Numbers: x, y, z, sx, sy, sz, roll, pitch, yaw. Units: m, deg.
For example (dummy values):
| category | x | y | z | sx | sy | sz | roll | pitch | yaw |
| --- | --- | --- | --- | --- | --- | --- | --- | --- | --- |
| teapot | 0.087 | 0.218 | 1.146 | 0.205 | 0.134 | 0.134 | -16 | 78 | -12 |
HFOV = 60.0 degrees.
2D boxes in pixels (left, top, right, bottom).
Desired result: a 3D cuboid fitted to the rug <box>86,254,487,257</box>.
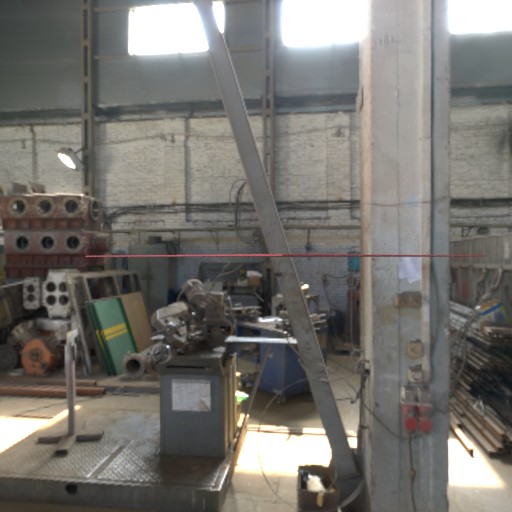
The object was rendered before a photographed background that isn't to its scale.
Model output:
| category | x | y | z | sx | sy | sz | roll | pitch | yaw |
| --- | --- | --- | --- | --- | --- | --- | --- | --- | --- |
| rug | 0.000 | 0.000 | 2.329 | 1.209 | 0.008 | 1.814 | 0 | 0 | -38 |
